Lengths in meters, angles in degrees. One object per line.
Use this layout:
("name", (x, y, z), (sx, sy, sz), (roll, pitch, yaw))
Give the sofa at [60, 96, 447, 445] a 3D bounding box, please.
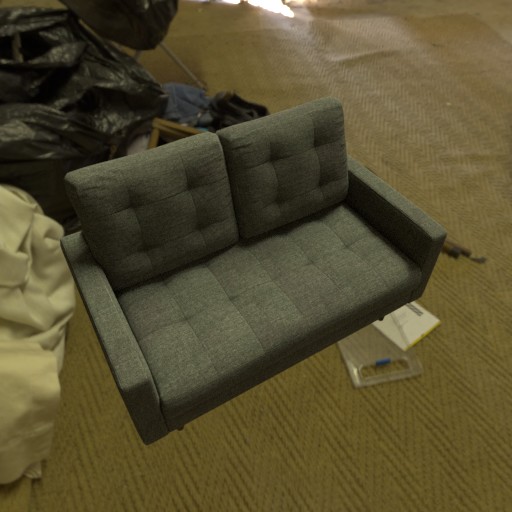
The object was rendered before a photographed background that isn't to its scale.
("sofa", (0.000, 0.000, 1.890), (1.407, 0.907, 0.842), (-23, 50, -21))
